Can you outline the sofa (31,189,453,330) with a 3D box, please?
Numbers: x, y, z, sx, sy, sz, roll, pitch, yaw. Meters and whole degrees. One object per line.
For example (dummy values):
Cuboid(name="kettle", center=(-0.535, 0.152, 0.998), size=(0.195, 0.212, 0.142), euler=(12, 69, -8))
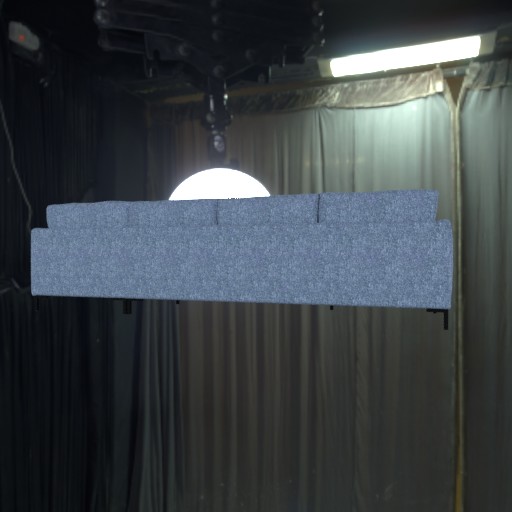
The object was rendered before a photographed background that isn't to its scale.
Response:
Cuboid(name="sofa", center=(0.000, 0.000, 3.552), size=(2.737, 0.756, 1.879), euler=(0, 0, 17))
